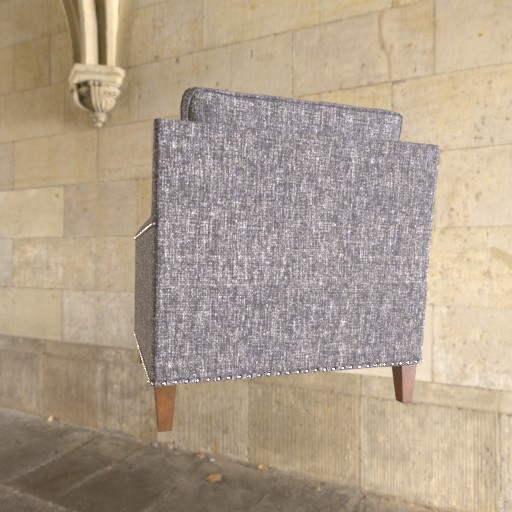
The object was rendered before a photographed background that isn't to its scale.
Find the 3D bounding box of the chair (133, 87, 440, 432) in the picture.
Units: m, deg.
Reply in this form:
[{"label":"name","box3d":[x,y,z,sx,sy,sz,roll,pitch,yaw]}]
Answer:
[{"label":"chair","box3d":[0.000,0.000,1.674,0.853,0.943,1.014,0,0,-18]}]
